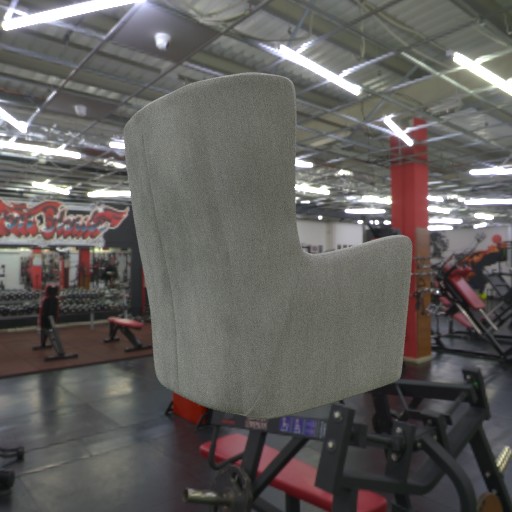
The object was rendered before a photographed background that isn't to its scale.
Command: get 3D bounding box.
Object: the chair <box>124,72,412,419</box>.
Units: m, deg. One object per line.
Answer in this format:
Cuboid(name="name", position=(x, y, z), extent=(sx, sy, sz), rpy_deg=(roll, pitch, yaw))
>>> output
Cuboid(name="chair", position=(0.000, 0.000, 1.651), extent=(0.904, 1.000, 0.779), rpy_deg=(1, -1, -37))
